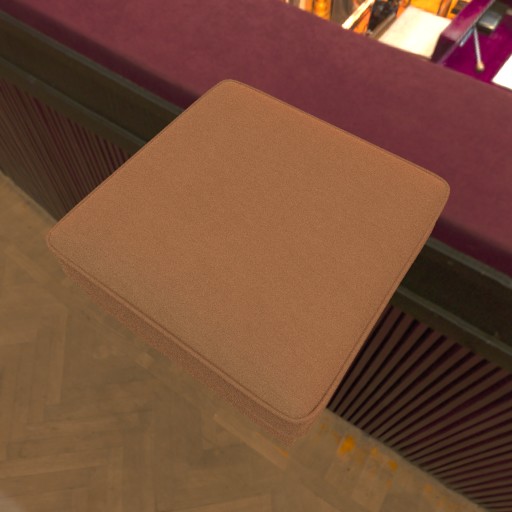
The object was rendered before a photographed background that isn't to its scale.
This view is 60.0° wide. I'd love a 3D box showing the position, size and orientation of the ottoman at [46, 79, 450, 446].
[{"bbox_3d":[0.000,0.000,1.038,0.616,0.438,0.613,31,64,17],"label":"ottoman"}]
